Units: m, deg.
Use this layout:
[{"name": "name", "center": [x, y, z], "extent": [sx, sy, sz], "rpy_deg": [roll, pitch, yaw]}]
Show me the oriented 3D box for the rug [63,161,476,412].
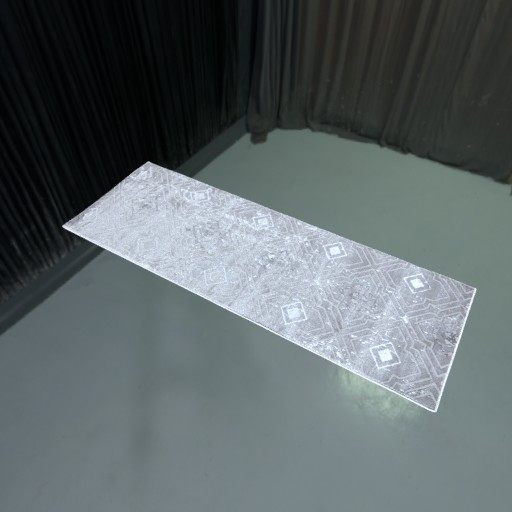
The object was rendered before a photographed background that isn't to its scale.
[{"name": "rug", "center": [0.000, 0.000, 2.655], "extent": [2.381, 0.035, 0.832], "rpy_deg": [24, 51, 21]}]
